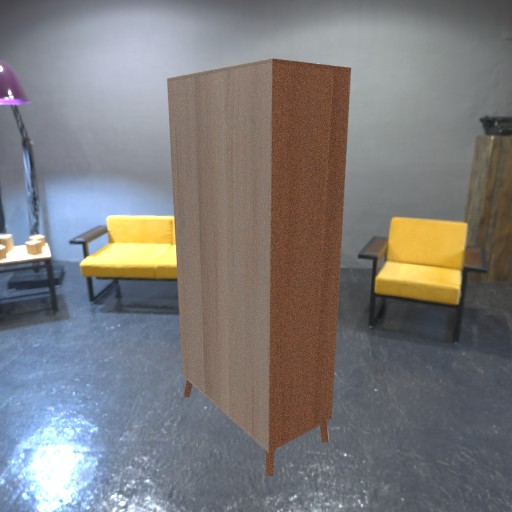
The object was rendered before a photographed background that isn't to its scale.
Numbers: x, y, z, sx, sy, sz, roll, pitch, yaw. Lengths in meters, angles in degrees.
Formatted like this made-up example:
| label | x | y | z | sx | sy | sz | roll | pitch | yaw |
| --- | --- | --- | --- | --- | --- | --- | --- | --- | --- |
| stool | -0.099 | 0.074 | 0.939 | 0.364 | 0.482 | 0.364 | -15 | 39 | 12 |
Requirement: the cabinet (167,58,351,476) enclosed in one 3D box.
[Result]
| label | x | y | z | sx | sy | sz | roll | pitch | yaw |
| --- | --- | --- | --- | --- | --- | --- | --- | --- | --- |
| cabinet | 0.000 | 0.000 | 2.599 | 0.969 | 1.957 | 1.272 | 2 | 16 | 8 |
